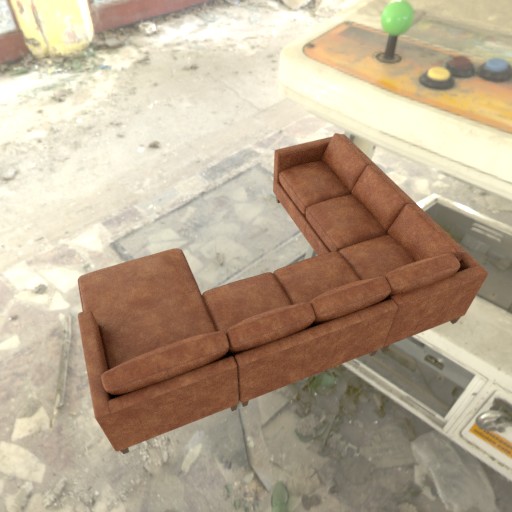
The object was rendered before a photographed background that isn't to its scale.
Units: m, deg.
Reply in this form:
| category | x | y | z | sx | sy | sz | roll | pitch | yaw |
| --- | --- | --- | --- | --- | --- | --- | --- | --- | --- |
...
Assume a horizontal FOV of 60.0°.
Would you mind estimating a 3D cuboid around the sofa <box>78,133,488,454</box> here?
| category | x | y | z | sx | sy | sz | roll | pitch | yaw |
| --- | --- | --- | --- | --- | --- | --- | --- | --- | --- |
| sofa | 0.000 | 0.000 | 4.349 | 3.324 | 0.888 | 2.452 | -17 | 49 | -15 |
